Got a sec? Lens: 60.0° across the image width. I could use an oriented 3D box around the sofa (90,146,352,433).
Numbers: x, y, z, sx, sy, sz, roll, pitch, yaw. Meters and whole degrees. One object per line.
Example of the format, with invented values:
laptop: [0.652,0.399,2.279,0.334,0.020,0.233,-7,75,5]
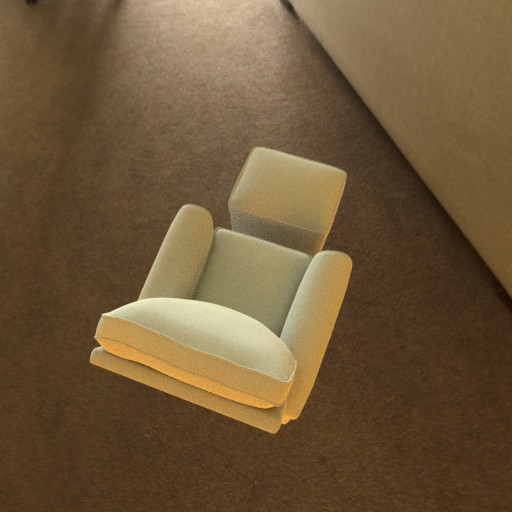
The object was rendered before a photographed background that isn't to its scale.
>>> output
sofa: [0.000,0.000,2.072,0.880,0.959,1.478,18,64,9]
